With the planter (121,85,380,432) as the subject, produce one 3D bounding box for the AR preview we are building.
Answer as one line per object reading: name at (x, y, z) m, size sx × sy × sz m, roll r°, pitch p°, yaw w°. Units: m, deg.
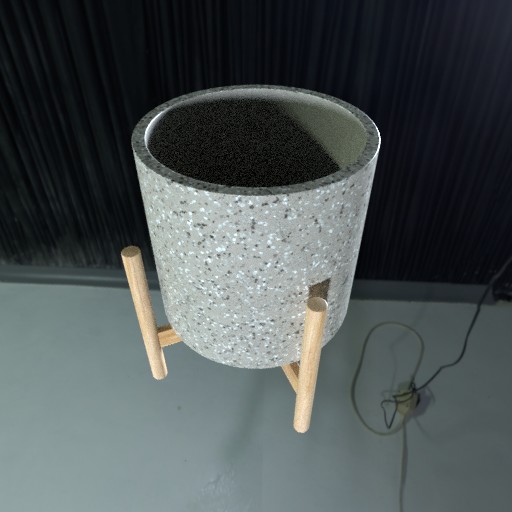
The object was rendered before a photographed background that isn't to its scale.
planter at (0.000, 0.000, 0.689) m, size 0.360 × 0.419 × 0.360 m, roll 0°, pitch 41°, yaw 0°
